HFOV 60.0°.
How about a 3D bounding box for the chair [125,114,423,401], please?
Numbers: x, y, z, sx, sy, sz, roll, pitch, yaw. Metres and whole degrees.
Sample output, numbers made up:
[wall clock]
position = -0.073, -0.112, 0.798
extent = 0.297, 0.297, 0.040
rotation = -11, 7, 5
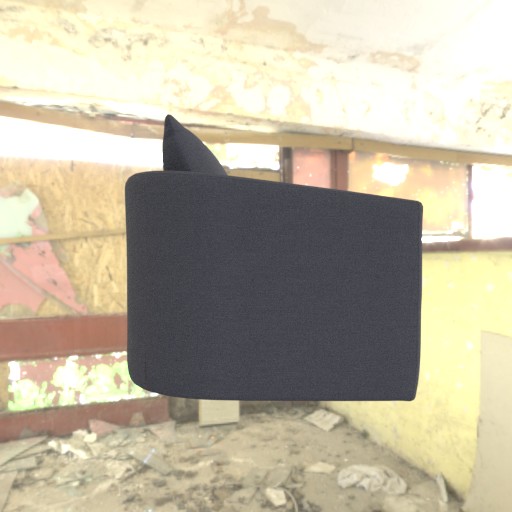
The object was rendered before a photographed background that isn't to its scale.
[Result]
[chair]
position = 0.000, 0.000, 1.600
extent = 0.910, 0.848, 0.845
rotation = 0, 0, 0
